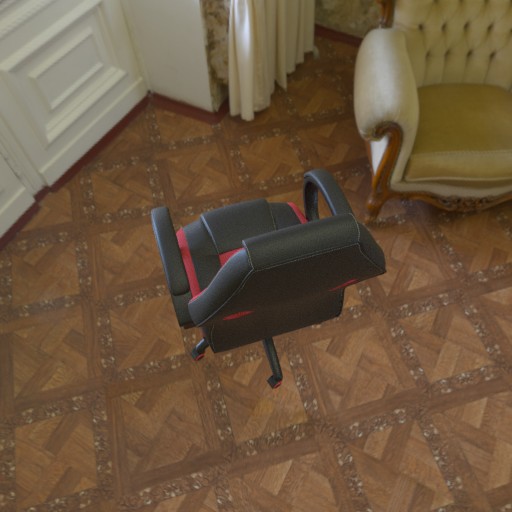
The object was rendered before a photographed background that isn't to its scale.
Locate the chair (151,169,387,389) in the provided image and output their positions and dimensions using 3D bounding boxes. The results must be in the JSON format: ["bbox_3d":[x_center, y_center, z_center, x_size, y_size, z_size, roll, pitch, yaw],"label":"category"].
[{"bbox_3d":[0.000,0.000,1.612,0.673,1.187,0.724,-15,60,-9],"label":"chair"}]
